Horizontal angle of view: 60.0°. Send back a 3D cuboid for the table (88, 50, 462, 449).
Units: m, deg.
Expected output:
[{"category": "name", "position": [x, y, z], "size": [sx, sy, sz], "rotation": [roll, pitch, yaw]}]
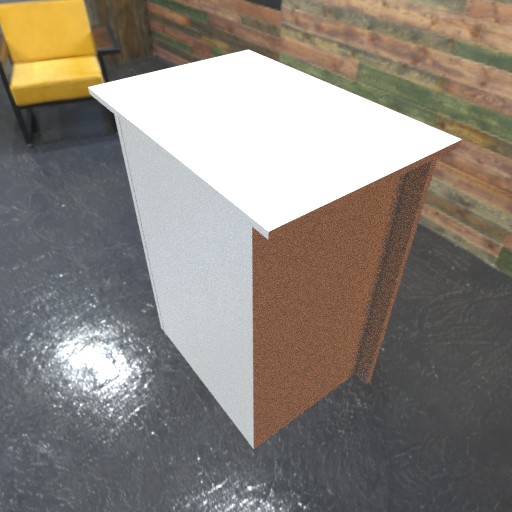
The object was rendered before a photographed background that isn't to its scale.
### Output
[{"category": "table", "position": [0.000, 0.000, 1.047], "size": [0.406, 0.711, 0.589], "rotation": [-27, 48, -27]}]
